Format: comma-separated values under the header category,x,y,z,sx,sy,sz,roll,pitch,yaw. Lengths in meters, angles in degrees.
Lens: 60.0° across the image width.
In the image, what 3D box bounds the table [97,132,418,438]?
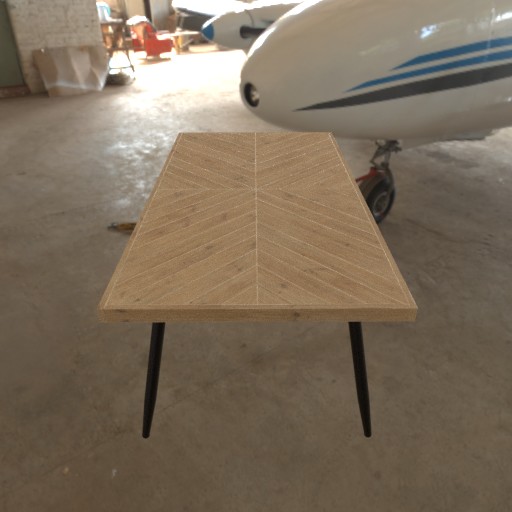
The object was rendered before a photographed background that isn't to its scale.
category,x,y,z,sx,sy,sz,roll,pitch,yaw
table,0.000,0.000,2.332,0.991,0.762,1.803,0,32,0
